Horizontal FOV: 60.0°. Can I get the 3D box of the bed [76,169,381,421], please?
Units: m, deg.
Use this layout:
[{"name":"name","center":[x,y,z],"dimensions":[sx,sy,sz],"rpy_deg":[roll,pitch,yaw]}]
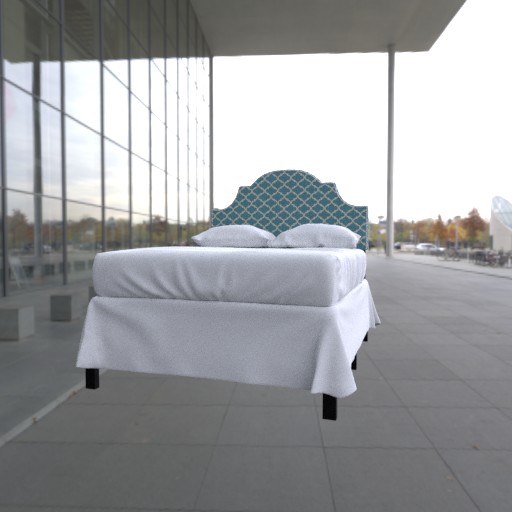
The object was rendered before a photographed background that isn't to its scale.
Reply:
[{"name":"bed","center":[0.000,0.000,3.457],"dimensions":[1.780,1.633,2.222],"rpy_deg":[1,2,19]}]
